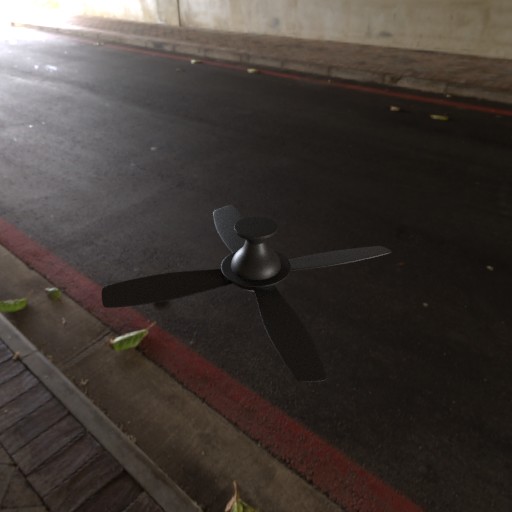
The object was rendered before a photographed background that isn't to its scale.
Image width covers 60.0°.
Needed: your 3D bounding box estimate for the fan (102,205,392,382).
[{"bbox_3d":[0.000,0.000,2.480,1.694,0.382,1.694,-9,34,-14],"label":"fan"}]
